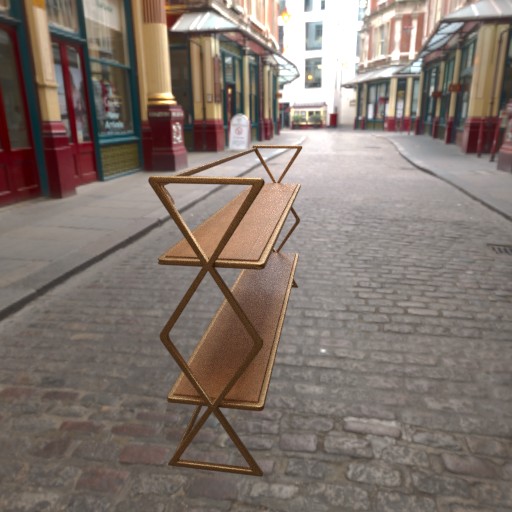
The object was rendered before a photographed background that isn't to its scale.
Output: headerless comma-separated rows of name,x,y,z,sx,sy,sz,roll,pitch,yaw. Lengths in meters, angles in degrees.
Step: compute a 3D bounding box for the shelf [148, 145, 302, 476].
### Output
shelf,0.000,0.000,1.008,0.150,0.450,0.822,3,17,9
